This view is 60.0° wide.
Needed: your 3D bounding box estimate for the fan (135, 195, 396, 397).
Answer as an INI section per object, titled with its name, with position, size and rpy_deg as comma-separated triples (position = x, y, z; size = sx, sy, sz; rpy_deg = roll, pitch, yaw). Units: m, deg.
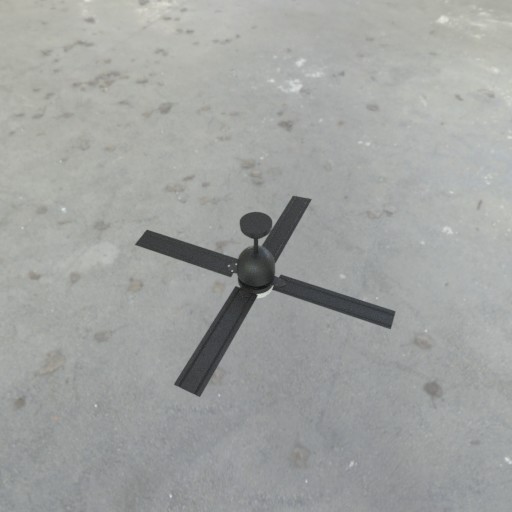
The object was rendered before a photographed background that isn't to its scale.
[fan]
position = 0.000, 0.000, 2.039
size = 1.319, 0.410, 1.319
rpy_deg = 16, 48, 16
